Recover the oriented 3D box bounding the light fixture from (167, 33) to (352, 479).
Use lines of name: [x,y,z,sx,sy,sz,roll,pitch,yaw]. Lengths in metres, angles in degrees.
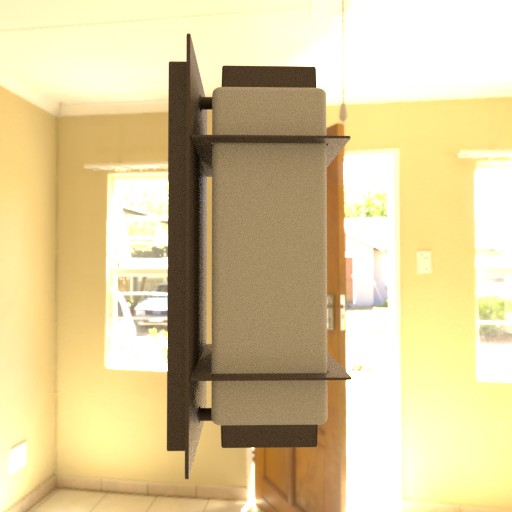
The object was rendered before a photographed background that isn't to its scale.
light fixture: [0.000,0.000,0.420,0.146,0.347,0.153,0,-1,-1]
